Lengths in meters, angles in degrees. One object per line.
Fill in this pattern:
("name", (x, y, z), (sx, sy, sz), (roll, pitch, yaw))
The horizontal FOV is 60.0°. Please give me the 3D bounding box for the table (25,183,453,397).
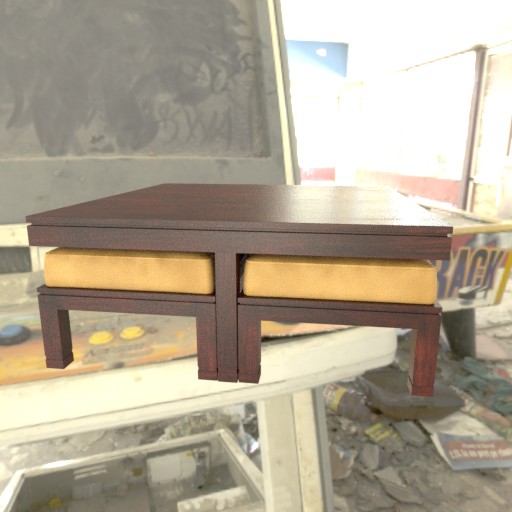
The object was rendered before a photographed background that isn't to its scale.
("table", (0.000, 0.000, 1.340), (0.865, 0.356, 0.865), (2, 14, 8))
